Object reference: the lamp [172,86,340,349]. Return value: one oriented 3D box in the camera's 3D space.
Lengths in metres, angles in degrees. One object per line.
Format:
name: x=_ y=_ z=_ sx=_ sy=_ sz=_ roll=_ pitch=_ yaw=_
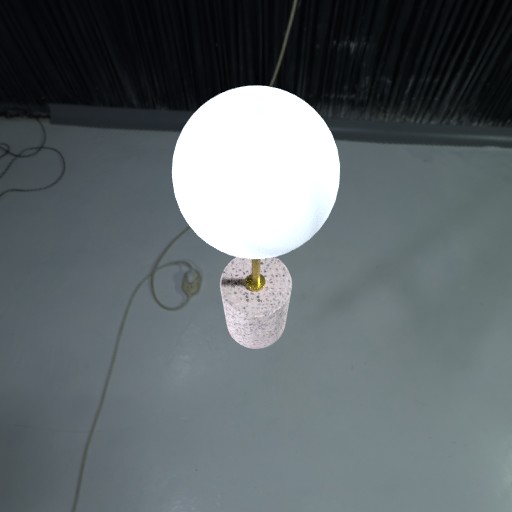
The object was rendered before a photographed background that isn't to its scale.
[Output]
lamp: x=0.000 y=0.000 z=0.556 sx=0.153 sy=0.480 sz=0.153 roll=0 pitch=62 yaw=0
